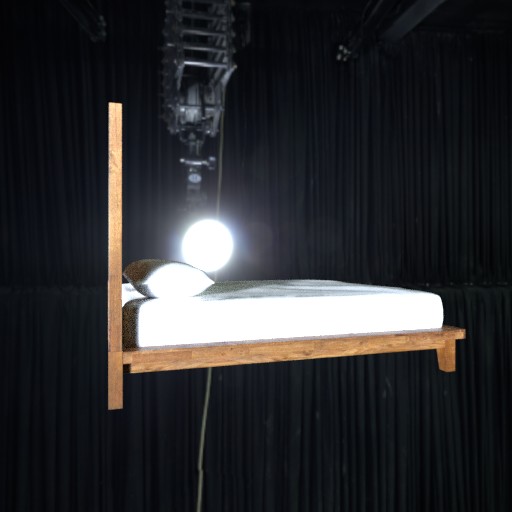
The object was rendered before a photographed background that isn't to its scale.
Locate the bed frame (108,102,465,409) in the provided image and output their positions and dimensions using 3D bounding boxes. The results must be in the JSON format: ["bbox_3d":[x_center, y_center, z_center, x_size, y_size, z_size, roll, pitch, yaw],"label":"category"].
[{"bbox_3d":[0.000,0.000,3.535,2.235,1.537,2.038,0,0,-18],"label":"bed frame"}]
